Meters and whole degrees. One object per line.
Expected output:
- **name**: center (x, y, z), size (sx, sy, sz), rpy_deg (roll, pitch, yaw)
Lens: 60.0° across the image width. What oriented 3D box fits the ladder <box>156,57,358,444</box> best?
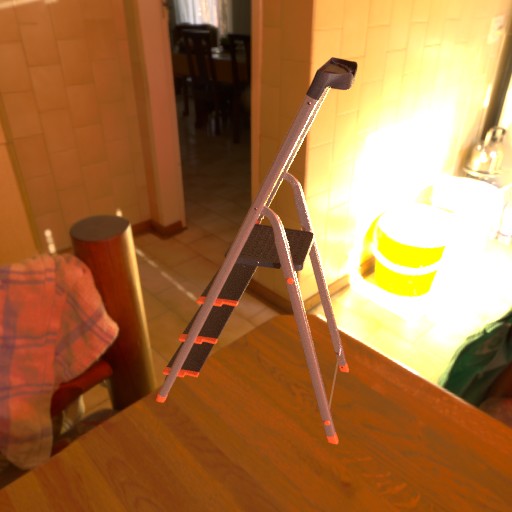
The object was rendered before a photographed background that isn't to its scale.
- **ladder**: center (0.000, 0.000, 1.758), size (0.834, 1.429, 0.452), rpy_deg (8, 32, 14)
